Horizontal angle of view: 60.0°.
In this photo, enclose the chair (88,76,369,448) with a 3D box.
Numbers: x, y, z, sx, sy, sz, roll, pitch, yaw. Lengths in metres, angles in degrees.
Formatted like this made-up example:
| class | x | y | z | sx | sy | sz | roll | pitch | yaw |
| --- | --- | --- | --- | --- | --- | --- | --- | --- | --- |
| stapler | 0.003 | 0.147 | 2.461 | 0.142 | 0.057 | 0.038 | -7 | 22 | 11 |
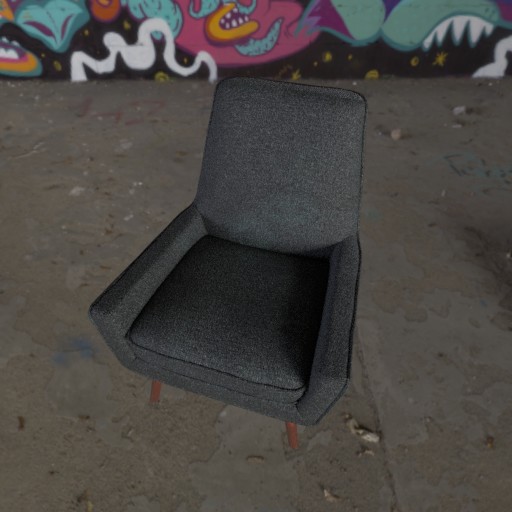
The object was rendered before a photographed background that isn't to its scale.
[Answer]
| class | x | y | z | sx | sy | sz | roll | pitch | yaw |
| --- | --- | --- | --- | --- | --- | --- | --- | --- | --- |
| chair | 0.000 | 0.000 | 1.486 | 0.763 | 0.883 | 0.859 | 13 | 44 | 14 |
